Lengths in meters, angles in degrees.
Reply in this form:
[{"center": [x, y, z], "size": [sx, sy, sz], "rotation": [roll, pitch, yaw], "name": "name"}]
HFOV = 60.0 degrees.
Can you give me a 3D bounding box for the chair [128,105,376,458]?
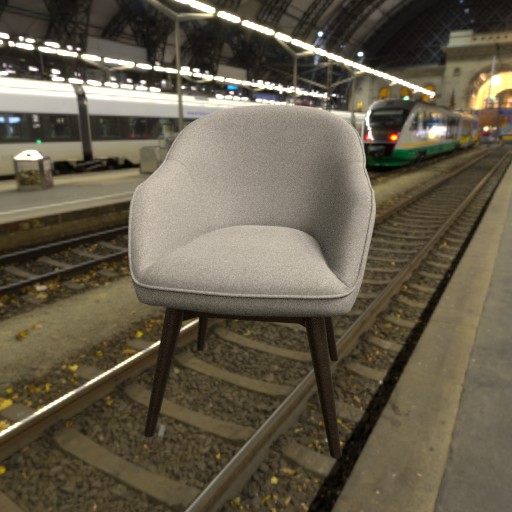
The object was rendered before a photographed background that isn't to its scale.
[{"center": [0.000, 0.000, 1.205], "size": [0.589, 0.810, 0.611], "rotation": [3, 16, 9], "name": "chair"}]
